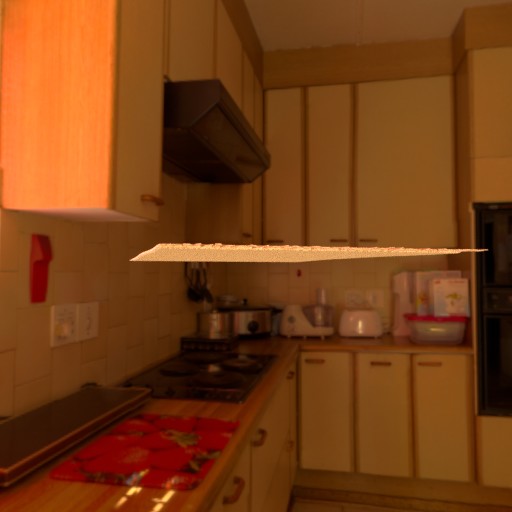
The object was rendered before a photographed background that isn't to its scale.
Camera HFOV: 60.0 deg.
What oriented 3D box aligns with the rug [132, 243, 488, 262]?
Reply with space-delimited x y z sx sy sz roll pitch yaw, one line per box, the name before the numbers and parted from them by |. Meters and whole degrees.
rug | 0.000 0.000 3.230 1.664 0.029 2.615 1 -2 -18
